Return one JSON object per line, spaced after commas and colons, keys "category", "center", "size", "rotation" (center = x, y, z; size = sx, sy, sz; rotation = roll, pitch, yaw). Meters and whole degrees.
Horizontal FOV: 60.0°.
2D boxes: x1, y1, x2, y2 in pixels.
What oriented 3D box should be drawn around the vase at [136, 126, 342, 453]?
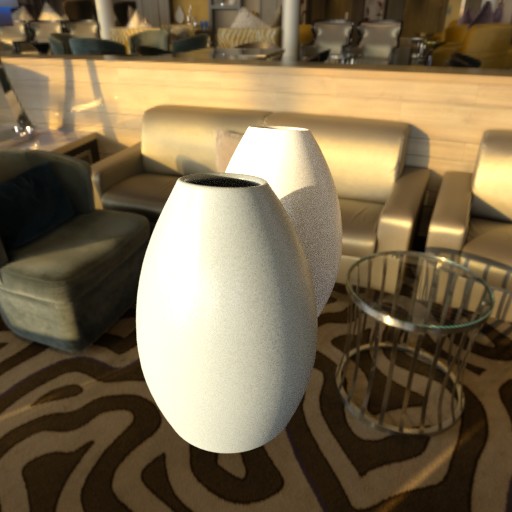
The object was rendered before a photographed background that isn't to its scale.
{"category": "vase", "center": [0.000, 0.000, 0.256], "size": [0.089, 0.131, 0.187], "rotation": [8, 30, 15]}
